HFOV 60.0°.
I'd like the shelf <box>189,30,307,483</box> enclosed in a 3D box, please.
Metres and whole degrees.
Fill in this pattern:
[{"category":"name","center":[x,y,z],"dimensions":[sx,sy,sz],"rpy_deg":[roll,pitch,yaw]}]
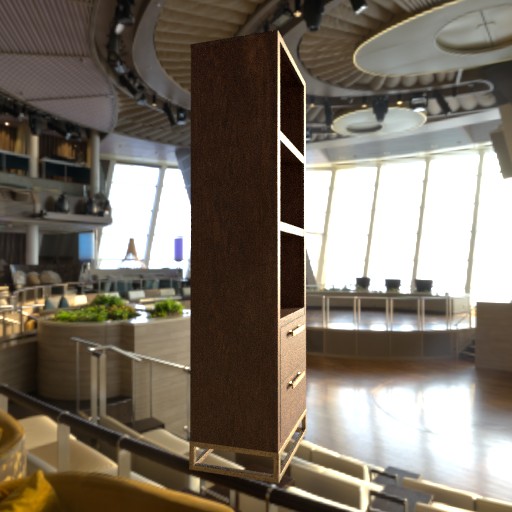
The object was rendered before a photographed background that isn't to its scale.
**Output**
[{"category":"shelf","center":[0.000,0.000,2.000],"dimensions":[0.395,1.732,0.539],"rpy_deg":[0,-1,18]}]
